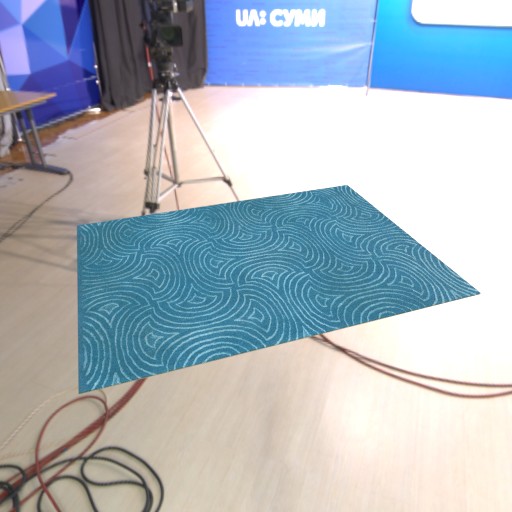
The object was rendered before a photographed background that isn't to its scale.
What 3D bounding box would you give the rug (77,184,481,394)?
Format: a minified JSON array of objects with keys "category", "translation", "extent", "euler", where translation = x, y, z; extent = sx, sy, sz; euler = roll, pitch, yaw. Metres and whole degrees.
[{"category":"rug","translation":[0.000,0.000,2.808],"extent":[2.144,0.015,1.543],"euler":[-11,35,-16]}]
